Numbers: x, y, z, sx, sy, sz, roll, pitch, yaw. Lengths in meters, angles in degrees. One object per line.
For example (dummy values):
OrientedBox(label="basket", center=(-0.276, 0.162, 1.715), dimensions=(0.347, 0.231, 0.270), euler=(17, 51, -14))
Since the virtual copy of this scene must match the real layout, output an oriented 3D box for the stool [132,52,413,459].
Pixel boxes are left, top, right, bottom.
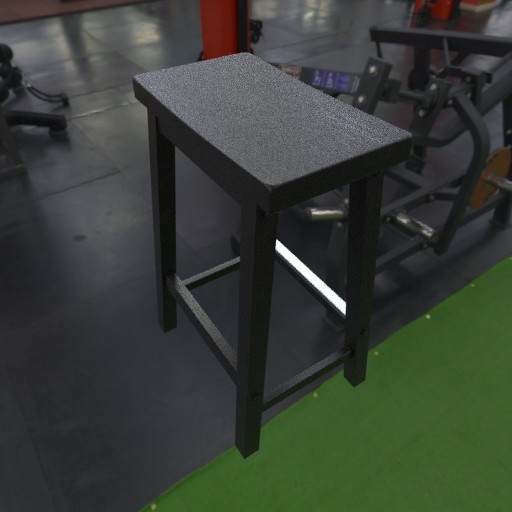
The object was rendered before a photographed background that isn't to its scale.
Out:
OrientedBox(label="stool", center=(0.000, 0.000, 0.856), dimensions=(0.322, 0.610, 0.406), euler=(-24, 47, -24))
